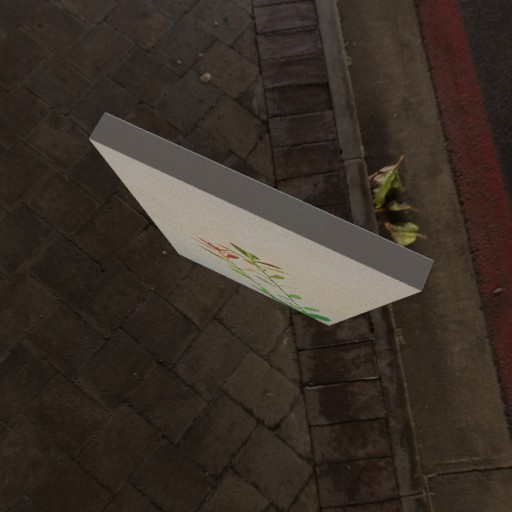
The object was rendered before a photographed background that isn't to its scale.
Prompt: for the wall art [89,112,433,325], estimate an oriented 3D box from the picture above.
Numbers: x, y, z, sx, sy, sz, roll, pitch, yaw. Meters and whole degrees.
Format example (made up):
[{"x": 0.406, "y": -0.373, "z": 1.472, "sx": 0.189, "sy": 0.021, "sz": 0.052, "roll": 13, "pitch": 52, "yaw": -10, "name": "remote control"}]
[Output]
[{"x": 0.000, "y": 0.000, "z": 0.792, "sx": 0.408, "sy": 0.611, "sz": 0.038, "roll": 25, "pitch": 79, "yaw": 5, "name": "wall art"}]
